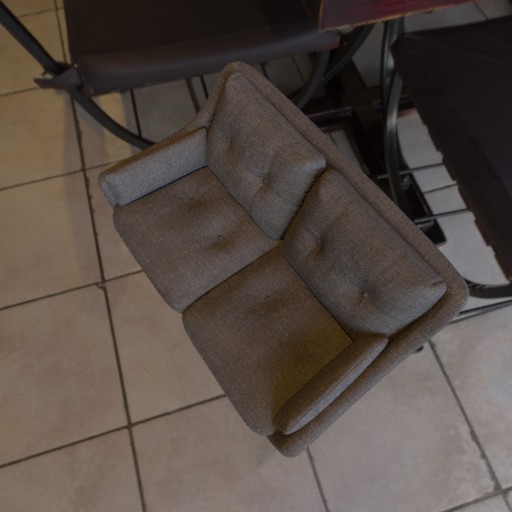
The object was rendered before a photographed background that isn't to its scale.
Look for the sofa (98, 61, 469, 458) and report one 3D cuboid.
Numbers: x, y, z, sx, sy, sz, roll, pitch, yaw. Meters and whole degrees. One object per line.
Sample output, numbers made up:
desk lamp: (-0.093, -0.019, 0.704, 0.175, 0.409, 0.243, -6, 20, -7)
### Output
sofa: (0.000, 0.000, 2.183, 0.976, 0.887, 1.646, -33, 69, -15)
